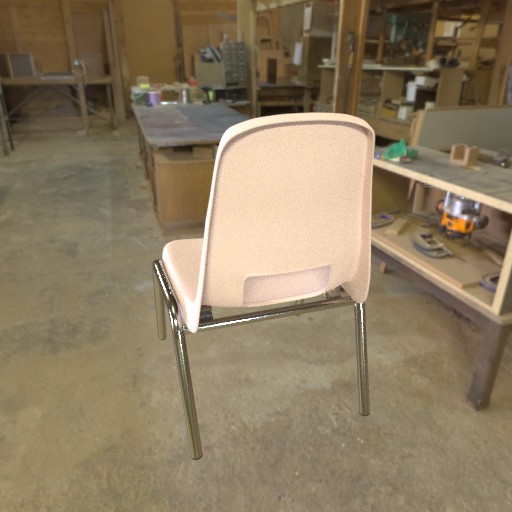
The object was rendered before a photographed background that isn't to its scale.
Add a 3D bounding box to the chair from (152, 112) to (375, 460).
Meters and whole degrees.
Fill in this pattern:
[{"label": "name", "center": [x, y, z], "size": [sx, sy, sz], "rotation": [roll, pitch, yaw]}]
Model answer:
[{"label": "chair", "center": [0.000, 0.000, 0.798], "size": [0.354, 0.537, 0.385], "rotation": [-8, 26, -16]}]
